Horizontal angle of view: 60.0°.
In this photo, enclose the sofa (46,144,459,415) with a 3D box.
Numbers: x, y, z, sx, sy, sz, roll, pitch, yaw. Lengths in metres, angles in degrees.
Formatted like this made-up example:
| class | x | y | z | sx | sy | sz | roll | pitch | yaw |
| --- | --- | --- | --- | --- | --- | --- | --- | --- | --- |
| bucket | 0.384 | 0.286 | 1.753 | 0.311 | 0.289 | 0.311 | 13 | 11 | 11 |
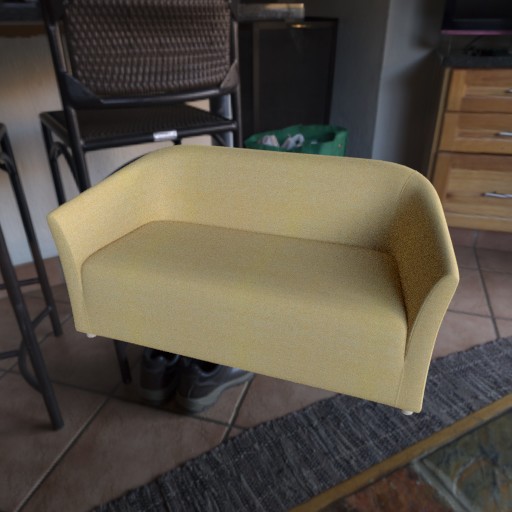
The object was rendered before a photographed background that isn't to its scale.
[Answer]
| class | x | y | z | sx | sy | sz | roll | pitch | yaw |
| --- | --- | --- | --- | --- | --- | --- | --- | --- | --- |
| sofa | 0.000 | 0.000 | 1.843 | 1.452 | 0.721 | 0.705 | 9 | 28 | 17 |
